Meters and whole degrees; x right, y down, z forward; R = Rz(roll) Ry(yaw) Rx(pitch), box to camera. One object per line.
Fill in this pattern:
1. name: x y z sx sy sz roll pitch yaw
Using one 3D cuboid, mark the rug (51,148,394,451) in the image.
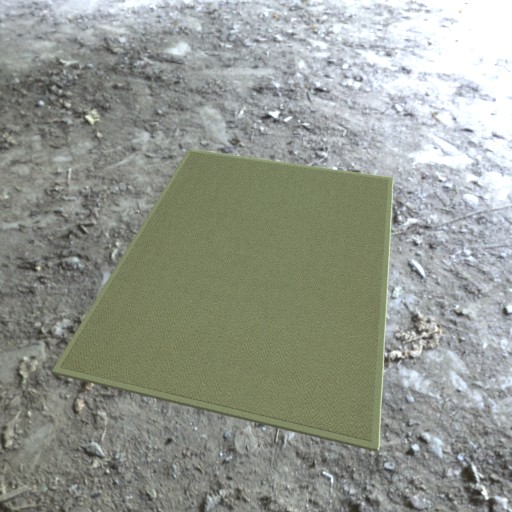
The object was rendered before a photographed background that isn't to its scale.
1. rug: 0.000 0.000 4.114 2.407 0.020 3.051 10 48 9
